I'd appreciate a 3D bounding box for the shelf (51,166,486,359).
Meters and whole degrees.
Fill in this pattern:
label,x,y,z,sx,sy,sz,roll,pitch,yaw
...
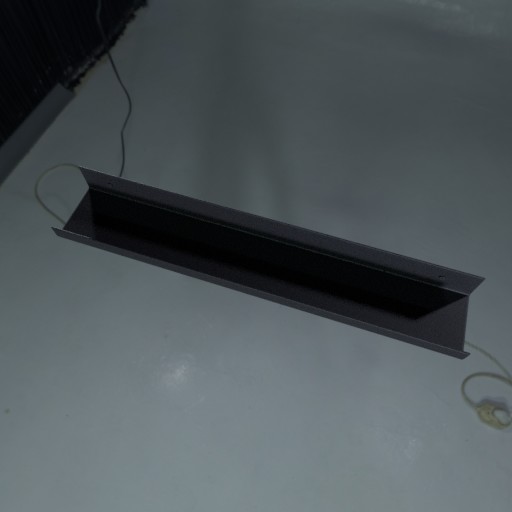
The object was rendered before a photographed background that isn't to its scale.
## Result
label,x,y,z,sx,sy,sz,roll,pitch,yaw
shelf,0.000,0.000,0.631,0.605,0.053,0.102,16,62,9
